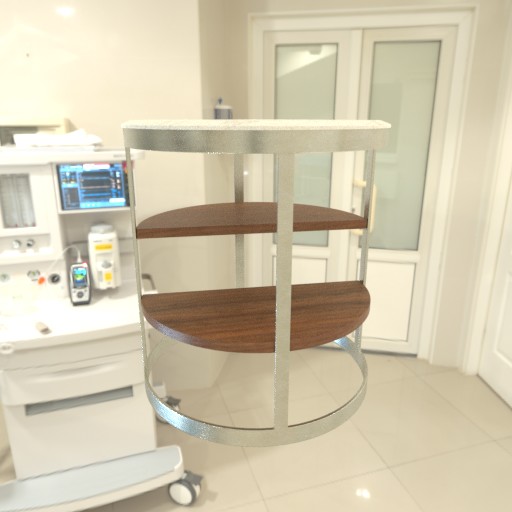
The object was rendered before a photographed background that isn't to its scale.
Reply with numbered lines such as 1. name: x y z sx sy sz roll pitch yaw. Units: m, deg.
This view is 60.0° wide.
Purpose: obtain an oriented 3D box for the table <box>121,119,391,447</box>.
1. table: 0.000 0.000 0.760 0.407 0.447 0.407 0 17 0
